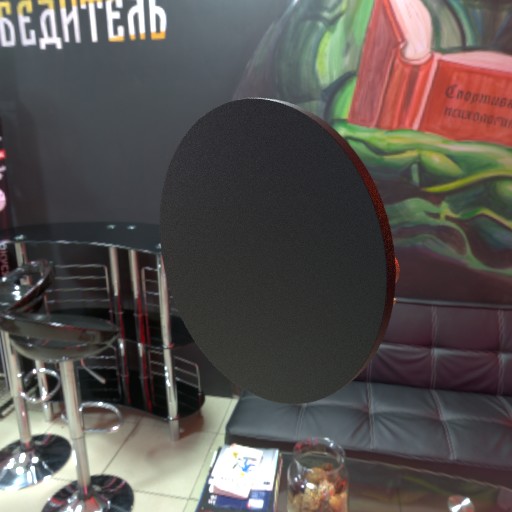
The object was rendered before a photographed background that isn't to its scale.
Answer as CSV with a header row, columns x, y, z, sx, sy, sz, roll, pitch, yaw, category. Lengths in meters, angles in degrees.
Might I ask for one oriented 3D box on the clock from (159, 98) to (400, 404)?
x,y,z,sx,sy,sz,roll,pitch,yaw,category
0.000,0.000,0.677,0.454,0.454,0.038,14,21,42,clock
